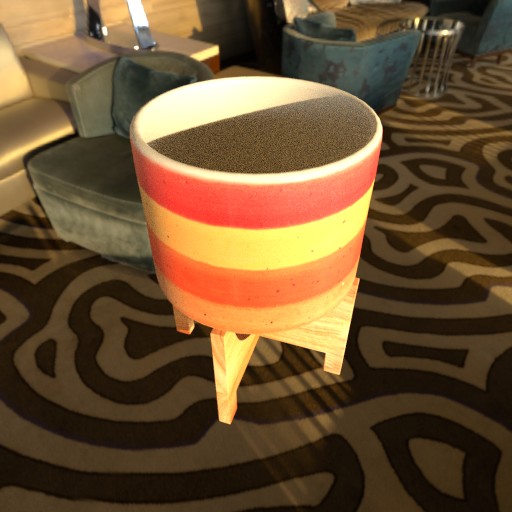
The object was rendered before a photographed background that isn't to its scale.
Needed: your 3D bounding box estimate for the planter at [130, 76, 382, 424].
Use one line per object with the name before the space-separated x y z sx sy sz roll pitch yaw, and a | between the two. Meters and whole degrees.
planter | 0.000 0.000 0.579 0.269 0.379 0.269 0 40 0
